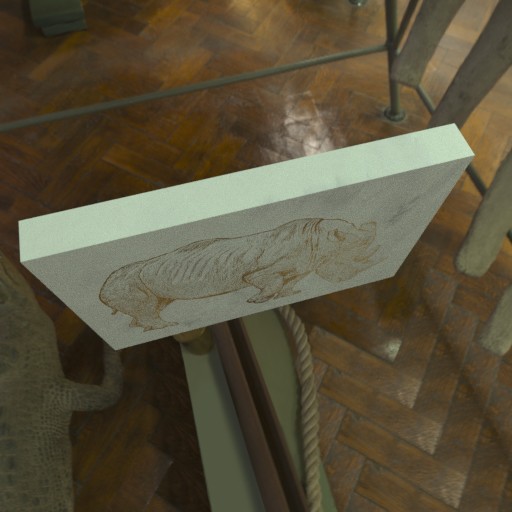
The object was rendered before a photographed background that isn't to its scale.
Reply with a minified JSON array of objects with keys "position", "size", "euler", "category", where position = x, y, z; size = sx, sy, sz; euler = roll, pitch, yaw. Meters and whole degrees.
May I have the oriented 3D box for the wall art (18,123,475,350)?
[{"position":[0.000,0.000,0.480],"size":[0.381,0.254,0.038],"euler":[-14,64,-7],"category":"wall art"}]
